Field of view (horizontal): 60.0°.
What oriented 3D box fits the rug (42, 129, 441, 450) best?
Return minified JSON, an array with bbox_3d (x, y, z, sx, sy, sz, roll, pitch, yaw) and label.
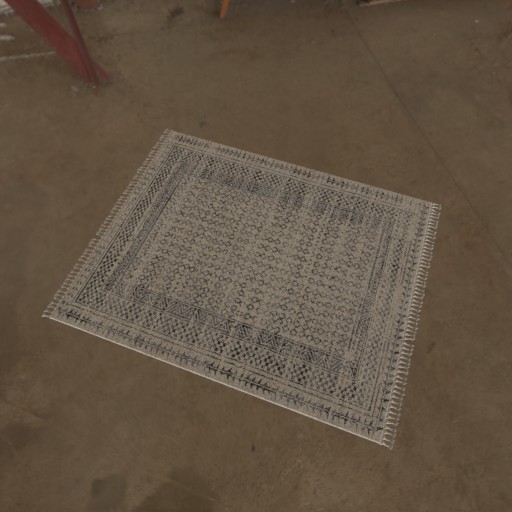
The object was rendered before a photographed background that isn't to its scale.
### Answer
[{"bbox_3d":[0.000,0.000,3.932,2.940,0.013,2.312,18,61,10],"label":"rug"}]
